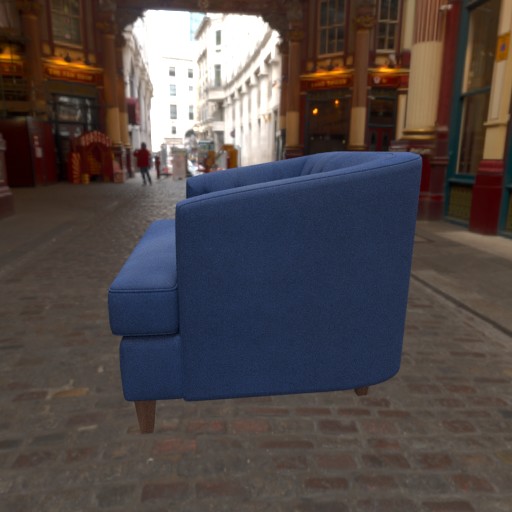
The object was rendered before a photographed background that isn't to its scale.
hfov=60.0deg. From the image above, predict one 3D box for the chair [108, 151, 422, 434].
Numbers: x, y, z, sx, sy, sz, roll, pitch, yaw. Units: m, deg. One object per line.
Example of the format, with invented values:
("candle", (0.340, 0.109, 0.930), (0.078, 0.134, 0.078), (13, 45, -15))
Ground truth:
("chair", (0.000, 0.000, 1.721), (0.914, 0.787, 1.118), (-2, 13, -7))
